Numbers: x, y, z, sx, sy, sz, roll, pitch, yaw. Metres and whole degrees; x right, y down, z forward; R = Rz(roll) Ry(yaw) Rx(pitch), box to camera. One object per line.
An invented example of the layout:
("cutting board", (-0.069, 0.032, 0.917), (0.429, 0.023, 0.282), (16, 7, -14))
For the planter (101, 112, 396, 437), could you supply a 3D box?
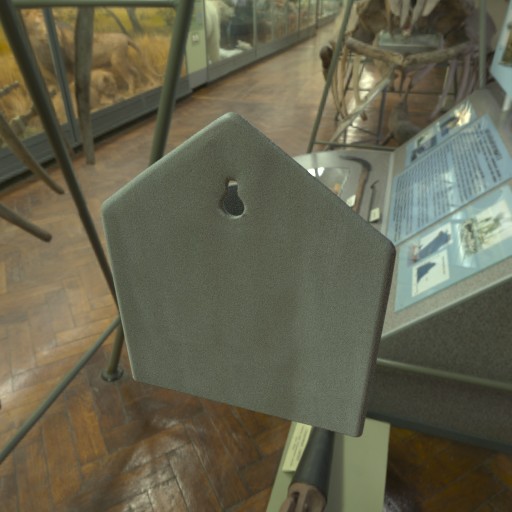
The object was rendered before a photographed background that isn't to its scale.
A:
("planter", (0.000, 0.000, 0.279), (0.163, 0.194, 0.080), (9, 32, 15))
